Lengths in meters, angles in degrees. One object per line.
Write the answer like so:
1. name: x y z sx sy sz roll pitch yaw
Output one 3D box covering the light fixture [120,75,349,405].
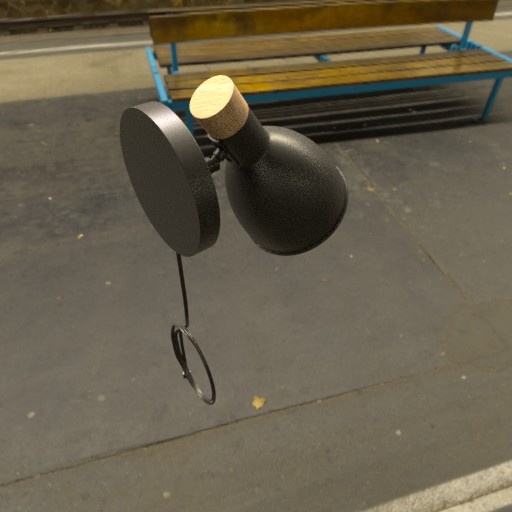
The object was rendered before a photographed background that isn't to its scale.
1. light fixture: 0.000 0.000 0.490 0.203 0.401 0.127 -27 48 -27
